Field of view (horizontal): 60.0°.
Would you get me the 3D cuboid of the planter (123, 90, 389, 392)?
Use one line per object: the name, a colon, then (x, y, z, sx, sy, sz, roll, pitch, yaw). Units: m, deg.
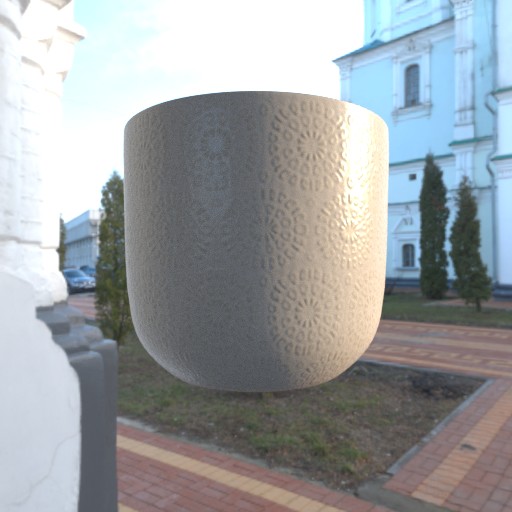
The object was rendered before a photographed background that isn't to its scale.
planter: (0.000, 0.000, 0.360, 0.208, 0.190, 0.208, 0, -1, 0)
